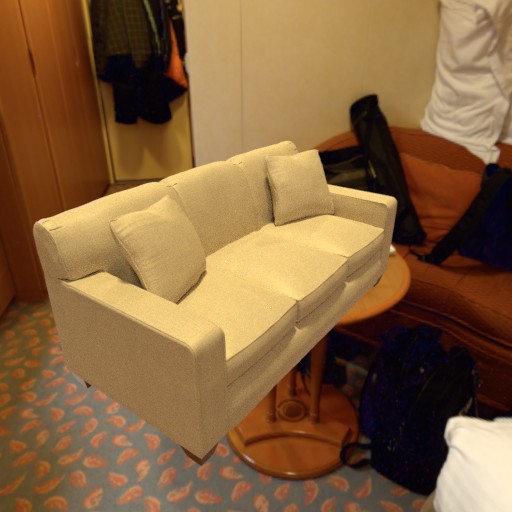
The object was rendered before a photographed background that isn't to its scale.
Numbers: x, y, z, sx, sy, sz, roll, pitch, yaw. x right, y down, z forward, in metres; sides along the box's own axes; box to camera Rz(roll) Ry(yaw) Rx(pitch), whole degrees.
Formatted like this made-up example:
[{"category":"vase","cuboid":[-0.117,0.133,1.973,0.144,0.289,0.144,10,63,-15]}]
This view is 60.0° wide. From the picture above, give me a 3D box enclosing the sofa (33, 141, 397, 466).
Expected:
[{"category":"sofa","cuboid":[0.000,0.000,2.588,0.997,0.958,2.024,18,31,32]}]
